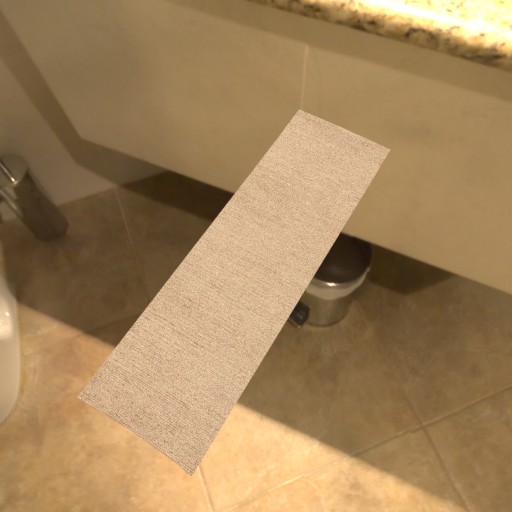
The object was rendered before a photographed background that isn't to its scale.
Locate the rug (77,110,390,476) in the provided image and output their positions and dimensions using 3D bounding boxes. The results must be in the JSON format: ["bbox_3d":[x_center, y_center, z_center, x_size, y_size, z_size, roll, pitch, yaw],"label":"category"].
[{"bbox_3d":[0.000,0.000,2.636,0.712,0.013,2.346,29,66,14],"label":"rug"}]
